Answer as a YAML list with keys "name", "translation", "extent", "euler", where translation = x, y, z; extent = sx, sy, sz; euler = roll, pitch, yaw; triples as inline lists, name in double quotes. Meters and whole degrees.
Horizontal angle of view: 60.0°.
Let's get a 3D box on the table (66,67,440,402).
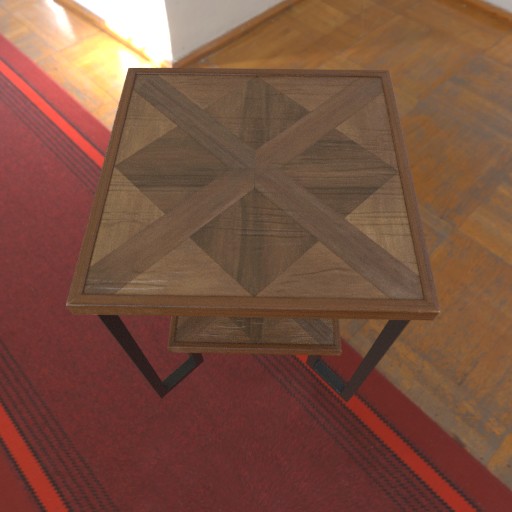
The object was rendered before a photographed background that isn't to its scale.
- name: "table"
  translation: [0.000, 0.000, 0.962]
  extent: [0.503, 0.563, 0.503]
  euler: [1, 59, 1]
